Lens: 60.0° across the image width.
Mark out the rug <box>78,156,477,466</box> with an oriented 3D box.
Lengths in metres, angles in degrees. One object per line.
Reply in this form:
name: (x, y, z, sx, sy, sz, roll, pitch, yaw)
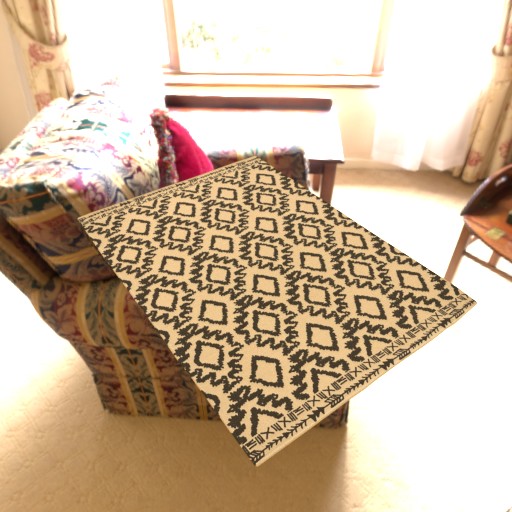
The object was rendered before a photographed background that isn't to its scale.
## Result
rug: (0.000, 0.000, 4.378, 2.444, 0.036, 3.369, -25, 47, -27)
